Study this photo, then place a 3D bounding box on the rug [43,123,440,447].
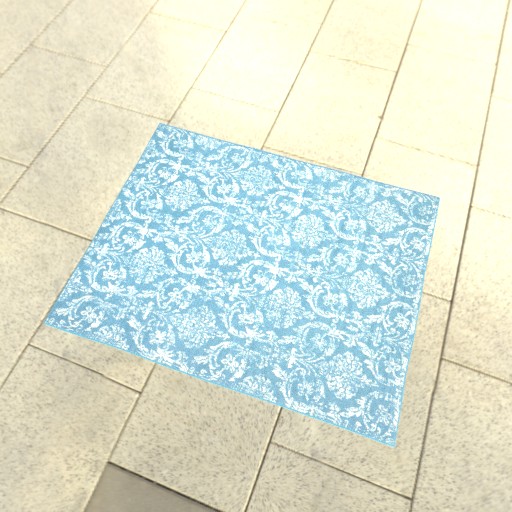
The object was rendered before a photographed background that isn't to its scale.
[{"bbox_3d":[0.000,0.000,4.017,2.980,0.012,2.363,17,64,8],"label":"rug"}]
